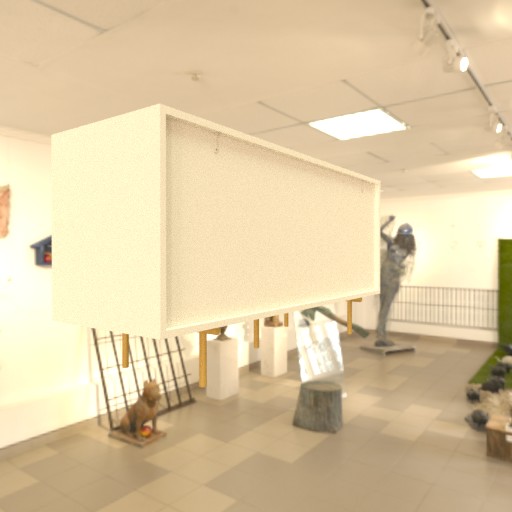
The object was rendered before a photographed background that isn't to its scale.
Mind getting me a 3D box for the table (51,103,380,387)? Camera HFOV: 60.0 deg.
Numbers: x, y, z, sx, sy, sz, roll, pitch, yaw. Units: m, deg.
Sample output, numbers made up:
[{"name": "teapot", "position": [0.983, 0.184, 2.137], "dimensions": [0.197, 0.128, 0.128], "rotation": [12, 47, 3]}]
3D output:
[{"name": "table", "position": [0.000, 0.000, 1.855], "dimensions": [0.508, 0.769, 1.500], "rotation": [0, 1, 36]}]
